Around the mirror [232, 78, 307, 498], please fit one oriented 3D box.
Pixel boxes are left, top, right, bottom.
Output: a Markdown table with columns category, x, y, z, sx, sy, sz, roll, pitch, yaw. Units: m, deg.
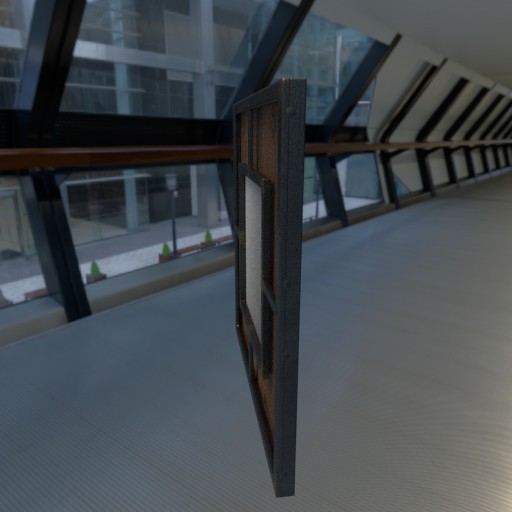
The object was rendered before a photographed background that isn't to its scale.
| category | x | y | z | sx | sy | sz | roll | pitch | yaw |
| --- | --- | --- | --- | --- | --- | --- | --- | --- | --- |
| mirror | 0.000 | 0.000 | 0.561 | 0.020 | 0.381 | 0.382 | -2 | 16 | -8 |
